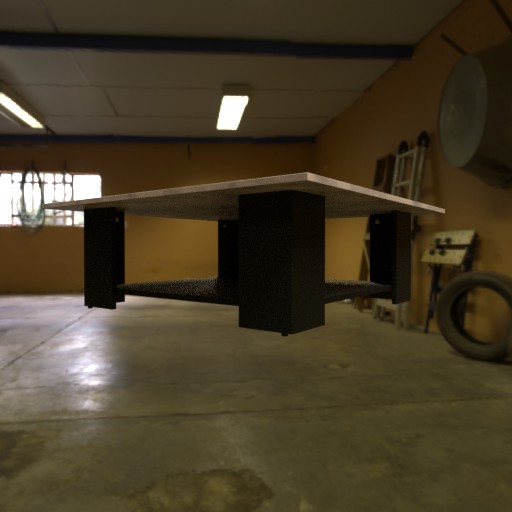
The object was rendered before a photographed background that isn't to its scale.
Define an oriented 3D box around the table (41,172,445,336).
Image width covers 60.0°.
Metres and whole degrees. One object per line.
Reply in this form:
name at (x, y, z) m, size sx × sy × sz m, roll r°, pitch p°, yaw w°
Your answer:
table at (0.000, 0.000, 1.377) m, size 0.890 × 0.305 × 0.890 m, roll 1°, pitch 1°, yaw 37°
